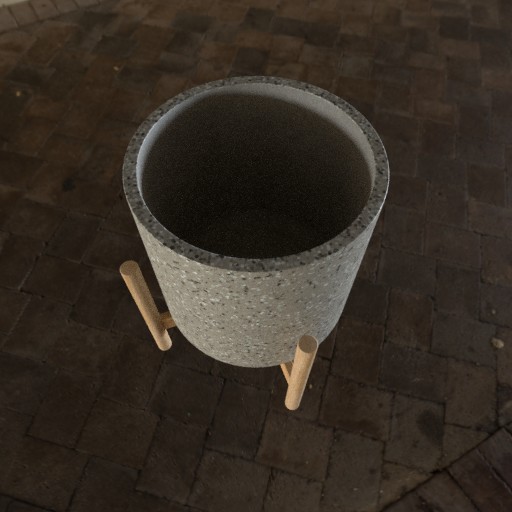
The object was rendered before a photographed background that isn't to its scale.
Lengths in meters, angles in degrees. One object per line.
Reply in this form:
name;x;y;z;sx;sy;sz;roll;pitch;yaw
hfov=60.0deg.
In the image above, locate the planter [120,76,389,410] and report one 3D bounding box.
planter;0.000;0.000;0.686;0.360;0.419;0.360;2;58;1
